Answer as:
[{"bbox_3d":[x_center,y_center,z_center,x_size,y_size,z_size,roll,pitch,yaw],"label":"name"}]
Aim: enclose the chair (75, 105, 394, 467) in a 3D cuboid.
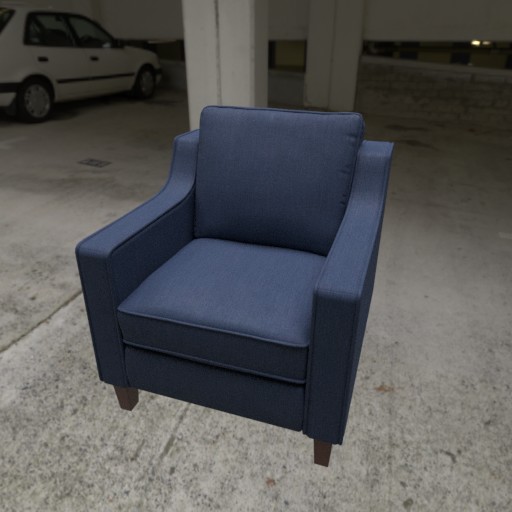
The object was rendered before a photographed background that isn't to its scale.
[{"bbox_3d":[0.000,0.000,1.611,0.831,0.960,0.909,9,28,17],"label":"chair"}]
